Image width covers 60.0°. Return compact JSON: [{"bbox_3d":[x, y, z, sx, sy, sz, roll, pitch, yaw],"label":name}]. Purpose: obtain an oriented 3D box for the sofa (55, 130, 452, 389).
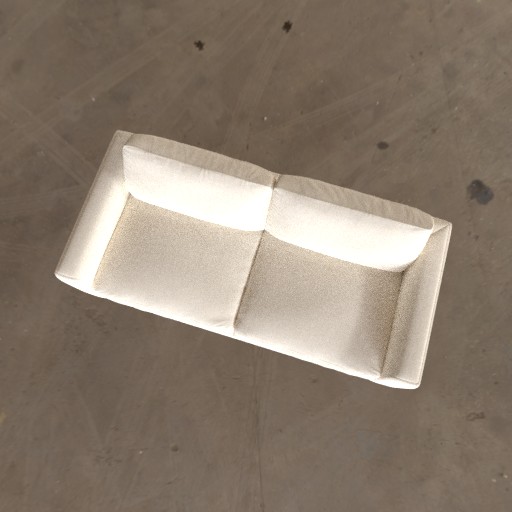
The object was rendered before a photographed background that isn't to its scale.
[{"bbox_3d":[0.000,0.000,2.837,2.262,0.801,1.070,16,75,4],"label":"sofa"}]
